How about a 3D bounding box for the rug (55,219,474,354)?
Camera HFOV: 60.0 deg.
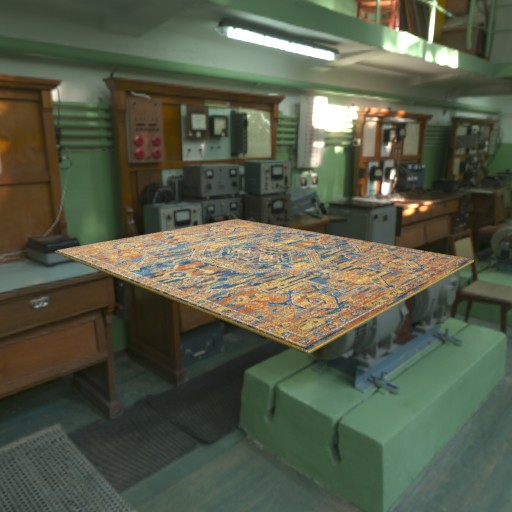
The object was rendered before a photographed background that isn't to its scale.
[{"bbox_3d":[0.000,0.000,4.096,3.040,0.031,2.435,14,20,42],"label":"rug"}]
